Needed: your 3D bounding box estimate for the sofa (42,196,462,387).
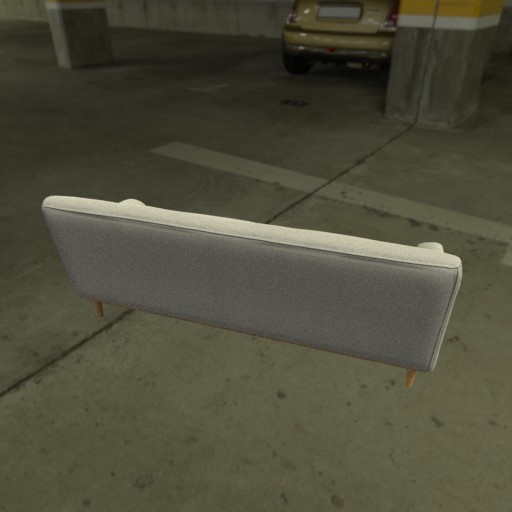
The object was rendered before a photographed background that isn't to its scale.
[{"bbox_3d":[0.000,0.000,2.568,2.057,0.871,0.978,9,33,15],"label":"sofa"}]
